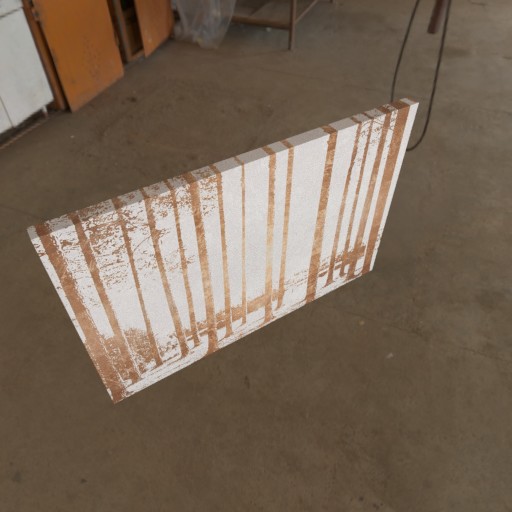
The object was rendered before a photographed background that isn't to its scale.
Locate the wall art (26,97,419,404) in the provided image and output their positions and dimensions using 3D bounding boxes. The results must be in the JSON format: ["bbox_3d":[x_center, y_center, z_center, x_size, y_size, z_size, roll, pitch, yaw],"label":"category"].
[{"bbox_3d":[0.000,0.000,1.142,0.914,0.609,0.035,-24,51,-21],"label":"wall art"}]
